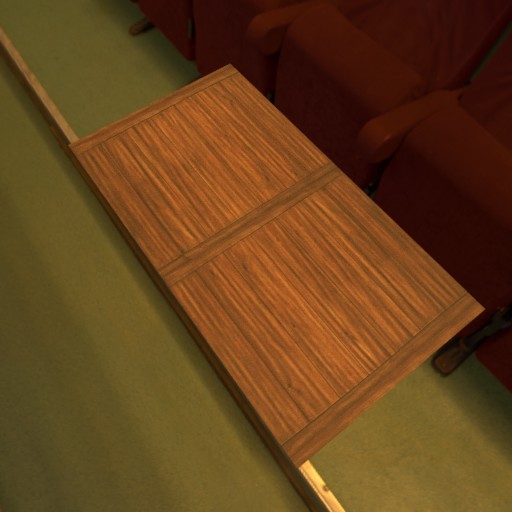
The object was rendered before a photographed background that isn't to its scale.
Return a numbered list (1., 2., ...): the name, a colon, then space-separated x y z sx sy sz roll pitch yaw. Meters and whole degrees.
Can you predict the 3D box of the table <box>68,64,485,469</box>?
1. table: 0.000 0.000 2.532 1.071 0.793 1.966 -33 67 -16
